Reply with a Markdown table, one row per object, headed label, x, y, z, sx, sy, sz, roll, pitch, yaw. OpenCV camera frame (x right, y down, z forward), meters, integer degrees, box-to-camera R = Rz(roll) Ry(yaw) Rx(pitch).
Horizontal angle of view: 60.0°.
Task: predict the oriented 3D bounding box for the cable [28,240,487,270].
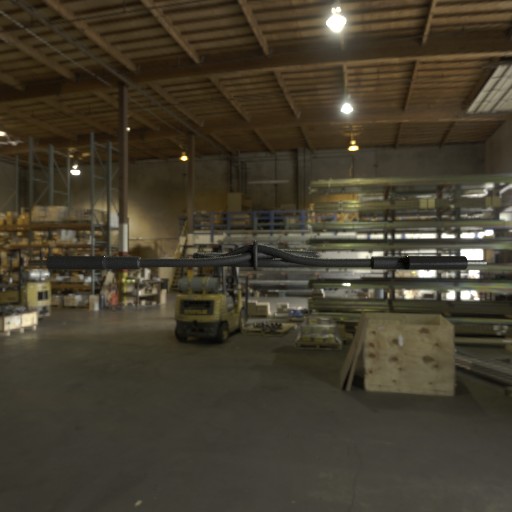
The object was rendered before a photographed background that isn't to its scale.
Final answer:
| label | x | y | z | sx | sy | sz | roll | pitch | yaw |
| --- | --- | --- | --- | --- | --- | --- | --- | --- | --- |
| cable | 0.000 | 0.000 | 0.229 | 0.203 | 0.014 | 0.070 | 0 | -1 | 1 |
